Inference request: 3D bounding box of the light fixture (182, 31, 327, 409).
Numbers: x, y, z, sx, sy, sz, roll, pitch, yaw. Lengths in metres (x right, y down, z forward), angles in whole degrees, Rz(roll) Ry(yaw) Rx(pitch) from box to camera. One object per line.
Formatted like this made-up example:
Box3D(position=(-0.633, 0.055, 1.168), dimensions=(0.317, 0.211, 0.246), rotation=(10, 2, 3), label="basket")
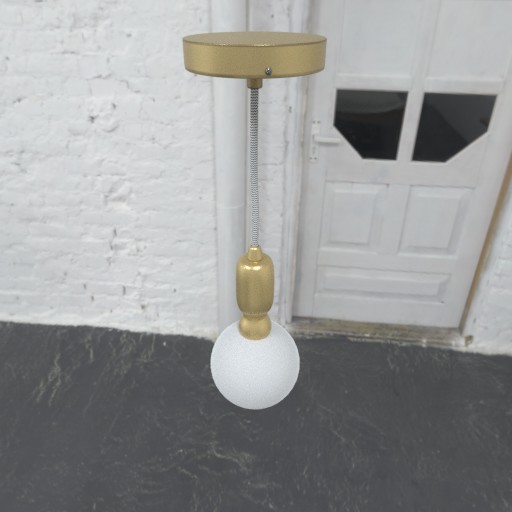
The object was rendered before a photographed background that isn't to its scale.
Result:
Box3D(position=(0.000, 0.000, 0.574), dimensions=(0.146, 0.510, 0.147), rotation=(-9, 32, -15), label="light fixture")
